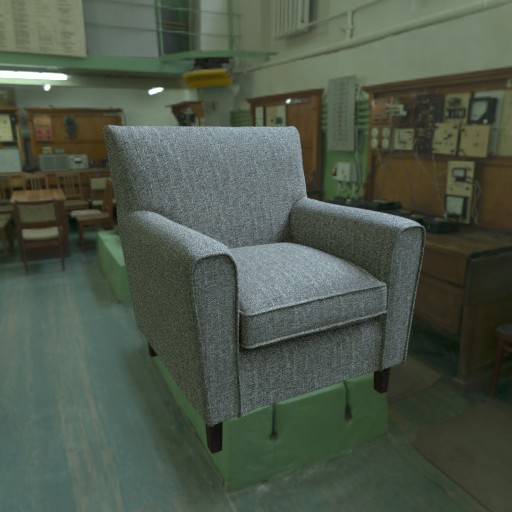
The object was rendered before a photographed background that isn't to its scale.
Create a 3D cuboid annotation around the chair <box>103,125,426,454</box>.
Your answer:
[{"bbox_3d":[0.000,0.000,1.633,0.864,0.928,0.873,-8,18,-27],"label":"chair"}]
